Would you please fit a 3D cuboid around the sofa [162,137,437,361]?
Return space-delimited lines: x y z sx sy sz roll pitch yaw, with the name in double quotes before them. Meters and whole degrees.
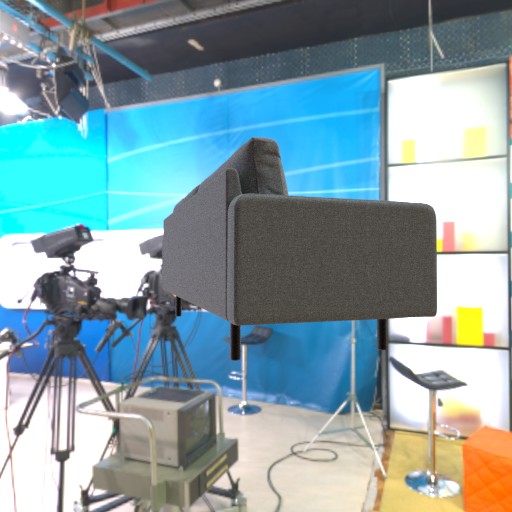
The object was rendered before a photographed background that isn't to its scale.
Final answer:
"sofa" 0.000 0.000 2.672 0.880 0.880 2.200 0 -1 -18
